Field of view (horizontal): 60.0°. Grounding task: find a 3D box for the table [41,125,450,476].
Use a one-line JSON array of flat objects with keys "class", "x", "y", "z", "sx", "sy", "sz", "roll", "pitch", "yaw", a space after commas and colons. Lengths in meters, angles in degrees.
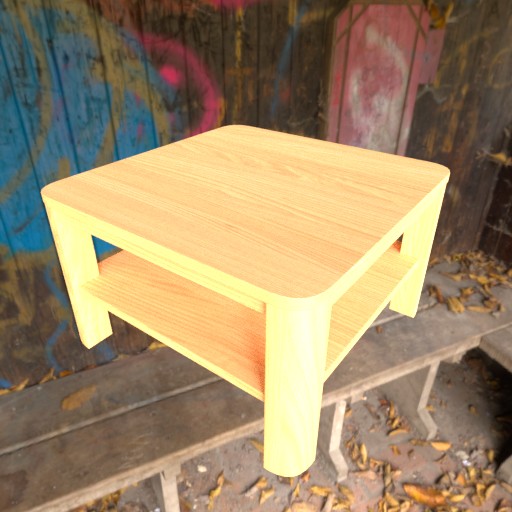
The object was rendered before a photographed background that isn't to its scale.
[{"class": "table", "x": 0.000, "y": 0.000, "z": 1.209, "sx": 0.750, "sy": 0.450, "sz": 0.750, "roll": 21, "pitch": 37, "yaw": 31}]
